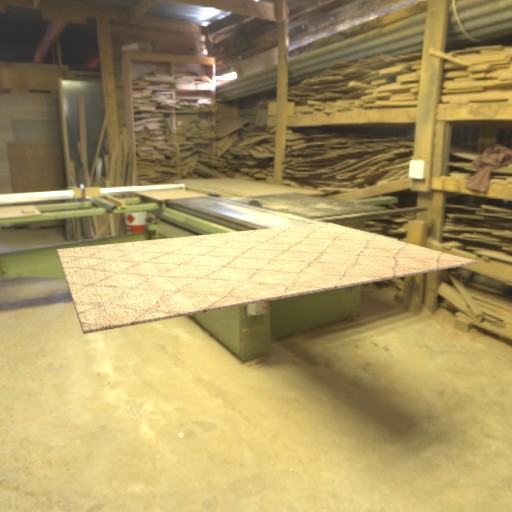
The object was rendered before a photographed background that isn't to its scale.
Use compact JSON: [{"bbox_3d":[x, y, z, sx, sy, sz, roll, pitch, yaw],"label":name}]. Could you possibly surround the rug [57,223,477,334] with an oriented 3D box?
[{"bbox_3d":[0.000,0.000,2.889,2.292,0.014,1.528,-7,16,-26],"label":"rug"}]
